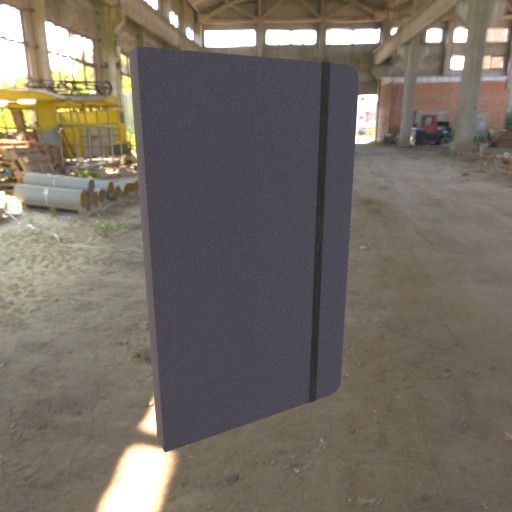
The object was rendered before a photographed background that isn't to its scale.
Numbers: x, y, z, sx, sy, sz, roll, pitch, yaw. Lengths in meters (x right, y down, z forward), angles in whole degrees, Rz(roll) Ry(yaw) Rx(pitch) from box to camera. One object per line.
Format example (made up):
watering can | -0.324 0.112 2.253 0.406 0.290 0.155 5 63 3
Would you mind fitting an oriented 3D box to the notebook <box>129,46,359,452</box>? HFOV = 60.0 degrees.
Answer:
notebook | 0.000 0.000 0.259 0.127 0.213 0.016 -9 18 -27
